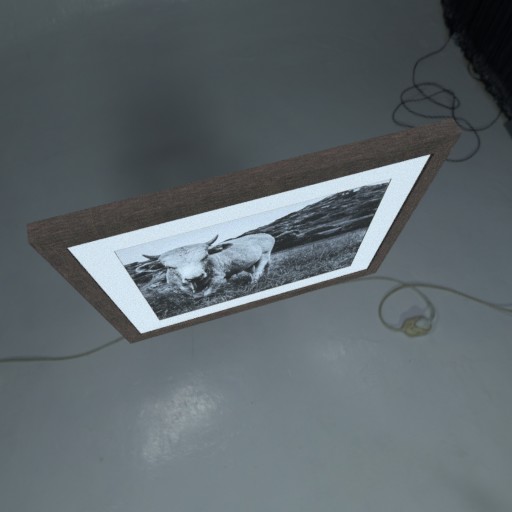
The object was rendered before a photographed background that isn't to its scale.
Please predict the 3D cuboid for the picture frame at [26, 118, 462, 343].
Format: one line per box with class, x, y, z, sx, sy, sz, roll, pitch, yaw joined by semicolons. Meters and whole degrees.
picture frame;0.000;0.000;0.746;0.546;0.455;0.026;-15;66;-7
